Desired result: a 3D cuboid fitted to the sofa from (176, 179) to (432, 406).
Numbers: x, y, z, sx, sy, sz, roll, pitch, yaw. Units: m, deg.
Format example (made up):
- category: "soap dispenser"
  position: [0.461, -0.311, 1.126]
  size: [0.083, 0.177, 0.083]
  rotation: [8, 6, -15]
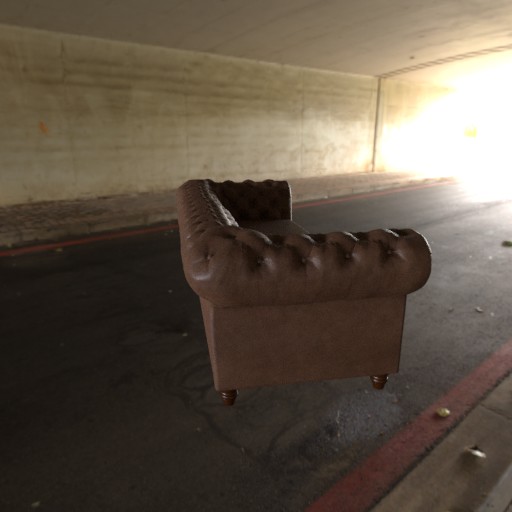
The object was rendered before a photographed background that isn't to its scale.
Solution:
- category: "sofa"
  position: [0.000, 0.000, 2.781]
  size: [0.944, 0.783, 2.385]
  rotation: [-3, 16, -10]
